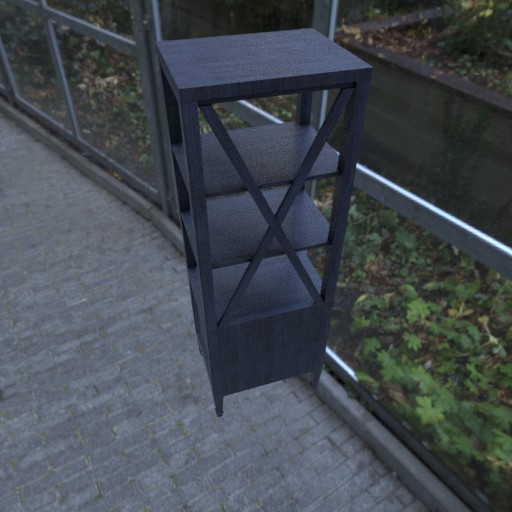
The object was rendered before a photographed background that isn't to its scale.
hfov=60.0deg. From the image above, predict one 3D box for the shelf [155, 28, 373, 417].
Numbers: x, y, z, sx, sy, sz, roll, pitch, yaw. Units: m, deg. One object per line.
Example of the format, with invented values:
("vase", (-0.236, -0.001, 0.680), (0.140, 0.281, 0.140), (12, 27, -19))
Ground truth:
("shelf", (0.000, 0.000, 1.991), (0.584, 1.727, 0.472), (-12, 42, -13))
